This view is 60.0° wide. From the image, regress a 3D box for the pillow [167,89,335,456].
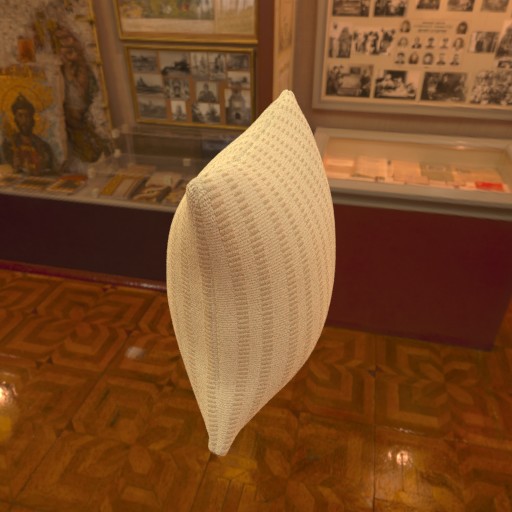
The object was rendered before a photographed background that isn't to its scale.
[{"bbox_3d":[0.000,0.000,0.697,0.247,0.419,0.438,8,33,13],"label":"pillow"}]
